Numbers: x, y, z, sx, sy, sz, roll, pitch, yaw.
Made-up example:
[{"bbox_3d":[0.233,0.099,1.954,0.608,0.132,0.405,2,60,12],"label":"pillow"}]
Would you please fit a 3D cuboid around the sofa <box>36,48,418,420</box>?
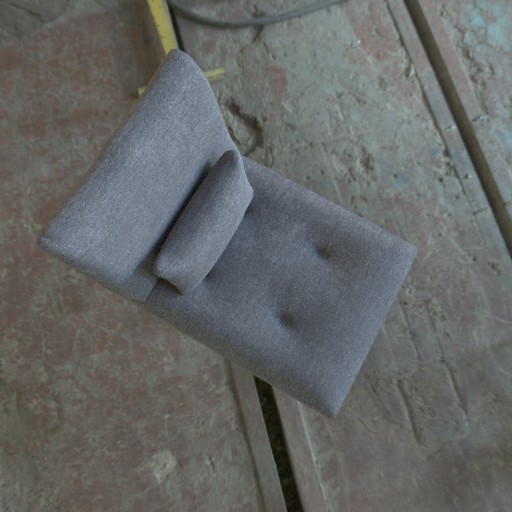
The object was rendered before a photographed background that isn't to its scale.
[{"bbox_3d":[0.000,0.000,1.520,1.000,0.820,0.700,29,78,7],"label":"sofa"}]
